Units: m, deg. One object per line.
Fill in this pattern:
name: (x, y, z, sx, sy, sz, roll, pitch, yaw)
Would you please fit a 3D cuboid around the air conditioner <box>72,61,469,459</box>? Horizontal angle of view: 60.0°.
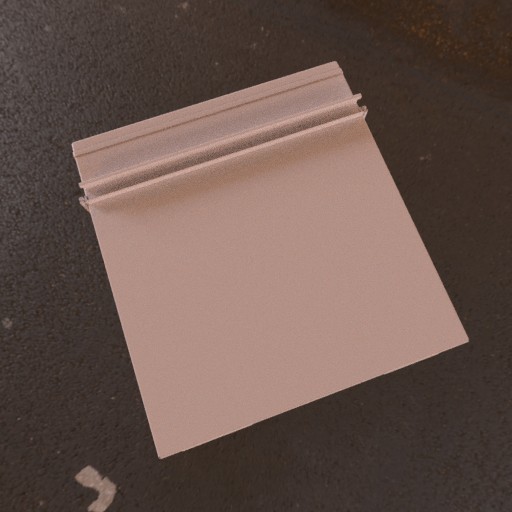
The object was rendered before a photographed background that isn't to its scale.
air conditioner: (0.000, 0.000, 0.861, 0.503, 0.388, 0.546, -19, 76, -5)
